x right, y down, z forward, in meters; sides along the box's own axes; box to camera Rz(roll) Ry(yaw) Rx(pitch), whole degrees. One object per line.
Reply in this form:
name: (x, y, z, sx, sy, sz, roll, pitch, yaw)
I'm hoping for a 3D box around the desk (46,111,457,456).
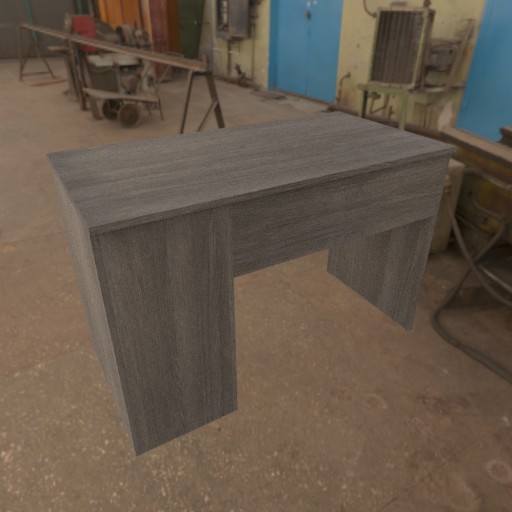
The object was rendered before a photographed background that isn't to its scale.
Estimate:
desk: (0.000, 0.000, 1.510, 1.097, 0.735, 0.560, -16, 34, -26)
